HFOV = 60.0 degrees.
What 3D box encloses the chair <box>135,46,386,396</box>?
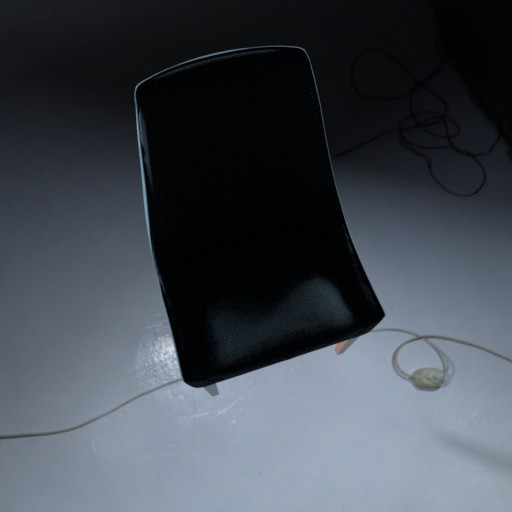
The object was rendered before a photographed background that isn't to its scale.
[{"bbox_3d":[0.000,0.000,1.168,0.529,0.861,0.544,-16,65,-8],"label":"chair"}]
